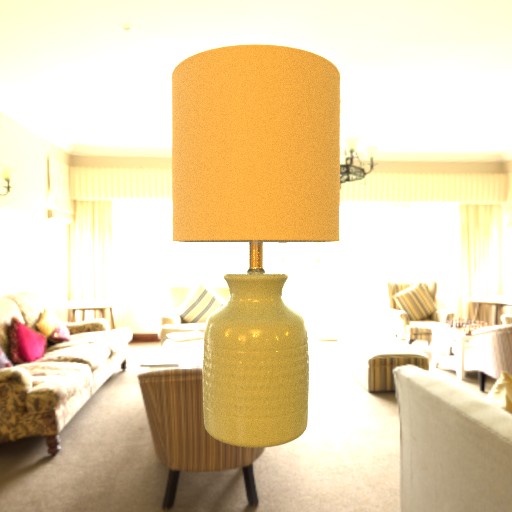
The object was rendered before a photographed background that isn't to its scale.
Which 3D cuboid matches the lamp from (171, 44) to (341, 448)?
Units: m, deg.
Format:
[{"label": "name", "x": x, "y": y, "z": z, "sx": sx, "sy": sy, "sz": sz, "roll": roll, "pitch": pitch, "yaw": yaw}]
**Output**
[{"label": "lamp", "x": 0.000, "y": 0.000, "z": 1.120, "sx": 0.418, "sy": 0.871, "sz": 0.418, "roll": 1, "pitch": 1, "yaw": 36}]
